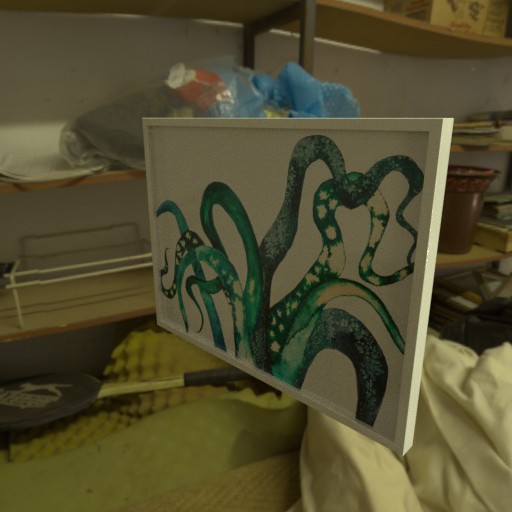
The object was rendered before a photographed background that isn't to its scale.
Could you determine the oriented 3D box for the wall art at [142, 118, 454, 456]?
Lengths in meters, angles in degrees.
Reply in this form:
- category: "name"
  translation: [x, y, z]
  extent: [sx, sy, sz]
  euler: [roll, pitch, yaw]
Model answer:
- category: "wall art"
  translation: [0.000, 0.000, 1.325]
  extent: [1.041, 0.787, 0.053]
  euler: [16, 23, 41]
